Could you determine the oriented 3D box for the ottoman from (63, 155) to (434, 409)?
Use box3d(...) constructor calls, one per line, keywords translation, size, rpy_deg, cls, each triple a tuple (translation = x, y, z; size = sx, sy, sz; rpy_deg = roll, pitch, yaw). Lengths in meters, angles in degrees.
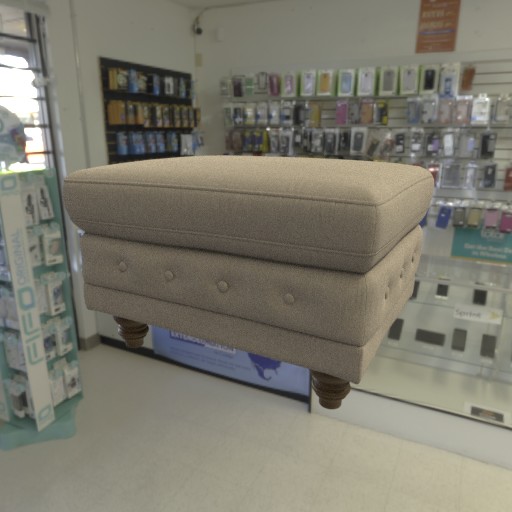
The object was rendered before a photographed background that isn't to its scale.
box3d(translation=(0.000, 0.000, 1.162), size=(0.771, 0.500, 0.569), rpy_deg=(9, 18, 28), cls="ottoman")
